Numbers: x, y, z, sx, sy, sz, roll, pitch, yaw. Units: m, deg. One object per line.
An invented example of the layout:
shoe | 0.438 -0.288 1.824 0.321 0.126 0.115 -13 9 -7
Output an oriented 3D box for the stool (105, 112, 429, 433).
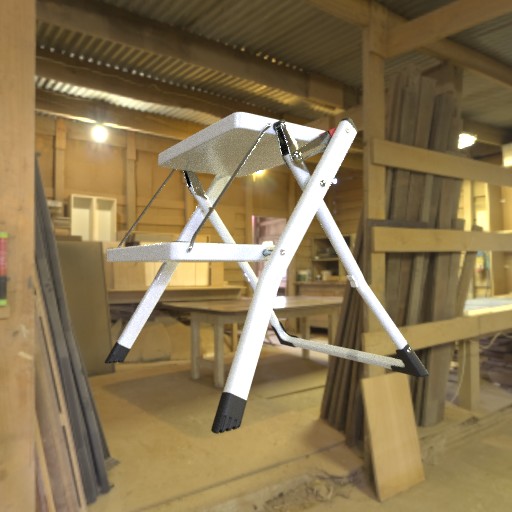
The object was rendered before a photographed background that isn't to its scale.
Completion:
stool | 0.000 0.000 0.862 0.490 0.445 0.485 1 -2 -34
